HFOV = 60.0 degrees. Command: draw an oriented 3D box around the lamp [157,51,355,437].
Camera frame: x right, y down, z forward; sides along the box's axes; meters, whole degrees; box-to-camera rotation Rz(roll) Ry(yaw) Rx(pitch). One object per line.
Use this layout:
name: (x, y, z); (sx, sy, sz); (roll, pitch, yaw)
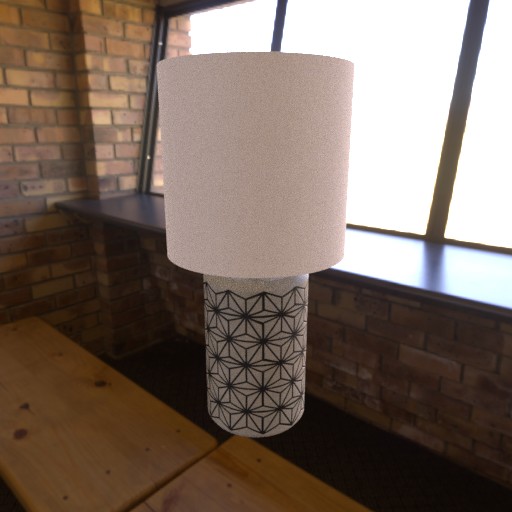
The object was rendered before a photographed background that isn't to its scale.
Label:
lamp: (0.000, 0.000, 0.527); (0.206, 0.416, 0.206); (3, 16, 9)
